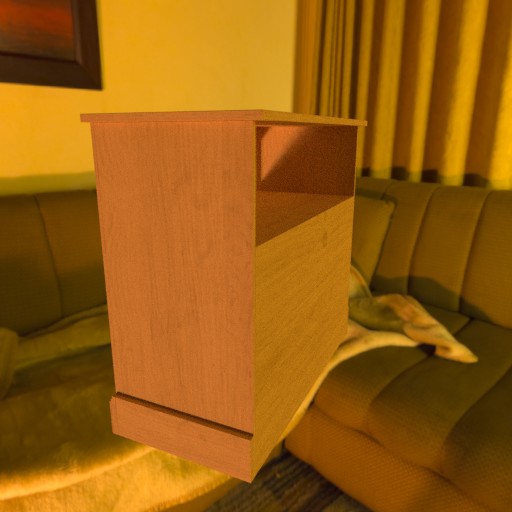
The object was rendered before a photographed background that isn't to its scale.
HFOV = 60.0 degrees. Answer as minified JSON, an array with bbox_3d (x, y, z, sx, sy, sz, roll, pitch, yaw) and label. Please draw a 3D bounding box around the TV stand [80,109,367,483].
[{"bbox_3d":[0.000,0.000,1.325,0.430,0.787,0.851,7,17,25],"label":"TV stand"}]
